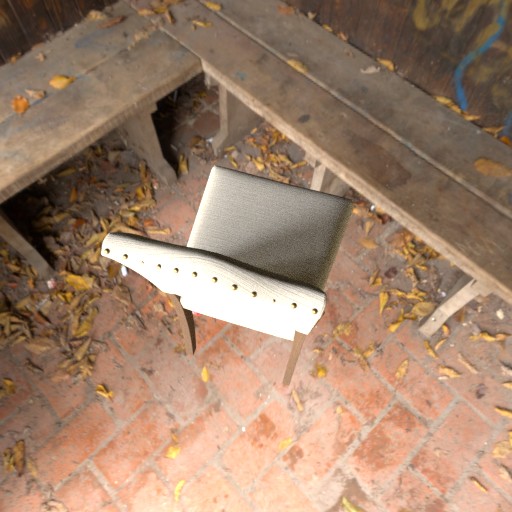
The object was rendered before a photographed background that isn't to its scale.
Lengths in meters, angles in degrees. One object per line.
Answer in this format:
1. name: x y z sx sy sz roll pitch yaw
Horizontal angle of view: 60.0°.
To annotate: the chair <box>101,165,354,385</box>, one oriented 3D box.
1. chair: 0.000 0.000 1.356 0.508 1.015 0.619 16 65 8
